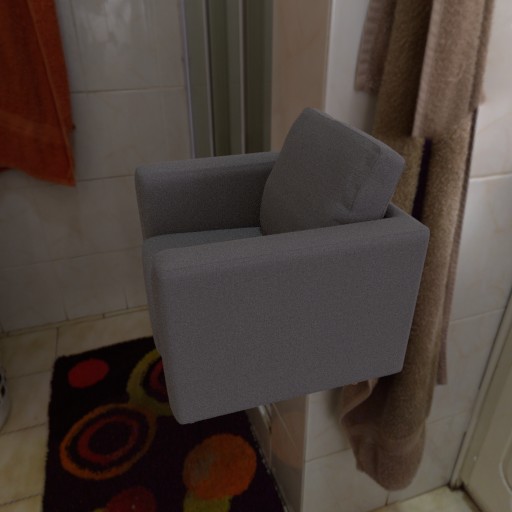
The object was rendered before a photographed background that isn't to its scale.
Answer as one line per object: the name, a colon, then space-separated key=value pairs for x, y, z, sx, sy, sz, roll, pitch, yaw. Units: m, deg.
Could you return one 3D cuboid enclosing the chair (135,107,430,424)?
chair: x=0.000 y=0.000 z=1.605 sx=0.800 sy=0.927 sz=0.854 roll=-8 pitch=31 yaw=-14
